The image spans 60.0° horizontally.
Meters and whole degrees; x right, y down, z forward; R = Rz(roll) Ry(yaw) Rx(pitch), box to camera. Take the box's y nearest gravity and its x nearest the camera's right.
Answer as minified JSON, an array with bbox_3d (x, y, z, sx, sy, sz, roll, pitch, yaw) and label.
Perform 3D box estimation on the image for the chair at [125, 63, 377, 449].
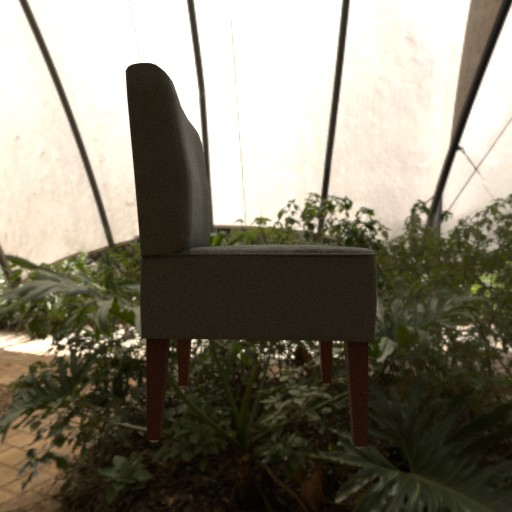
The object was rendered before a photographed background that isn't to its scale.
[{"bbox_3d":[0.000,0.000,1.154,0.554,0.806,0.521,0,1,0],"label":"chair"}]
